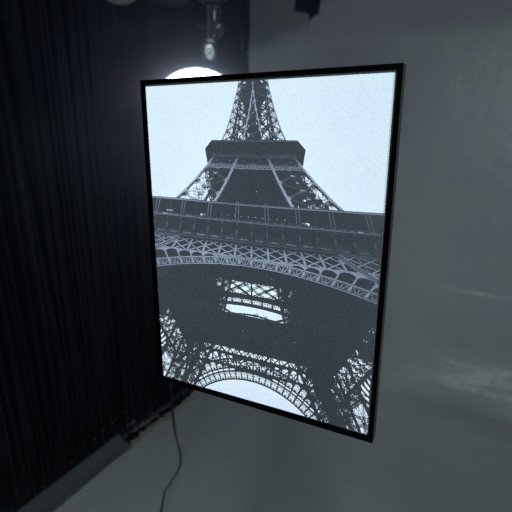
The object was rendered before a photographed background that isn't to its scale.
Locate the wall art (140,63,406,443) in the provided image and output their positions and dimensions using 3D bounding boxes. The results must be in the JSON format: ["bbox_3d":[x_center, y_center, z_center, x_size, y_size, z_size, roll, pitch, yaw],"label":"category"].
[{"bbox_3d":[0.000,0.000,1.385,0.805,1.062,0.040,8,17,26],"label":"wall art"}]
